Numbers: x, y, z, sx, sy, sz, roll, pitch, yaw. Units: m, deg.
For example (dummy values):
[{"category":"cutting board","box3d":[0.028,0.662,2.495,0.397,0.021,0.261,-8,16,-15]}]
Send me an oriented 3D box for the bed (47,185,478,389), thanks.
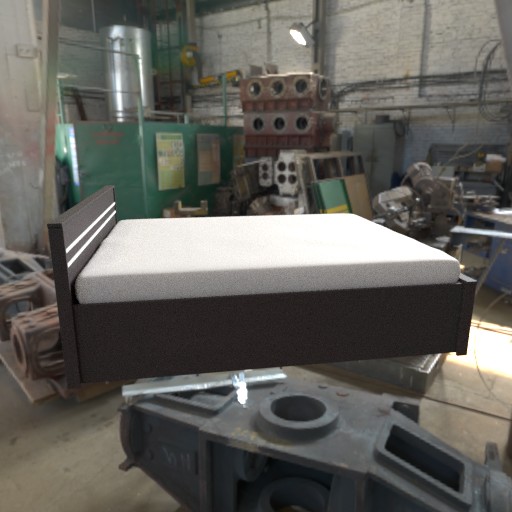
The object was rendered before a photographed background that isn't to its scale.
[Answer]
[{"category":"bed","box3d":[0.000,0.000,2.962,2.103,0.808,1.634,-2,15,-9]}]
